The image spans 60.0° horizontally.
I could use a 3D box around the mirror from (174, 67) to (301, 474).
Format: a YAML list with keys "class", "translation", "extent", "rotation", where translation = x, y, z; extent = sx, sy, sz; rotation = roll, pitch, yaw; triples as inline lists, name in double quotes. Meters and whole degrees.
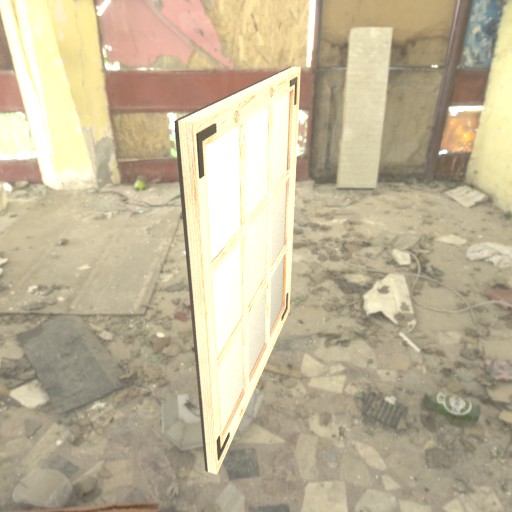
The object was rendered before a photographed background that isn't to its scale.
- class: "mirror"
  translation: [0.000, 0.000, 1.217]
  extent: [0.032, 0.882, 0.730]
  rotation: [9, 31, 16]
